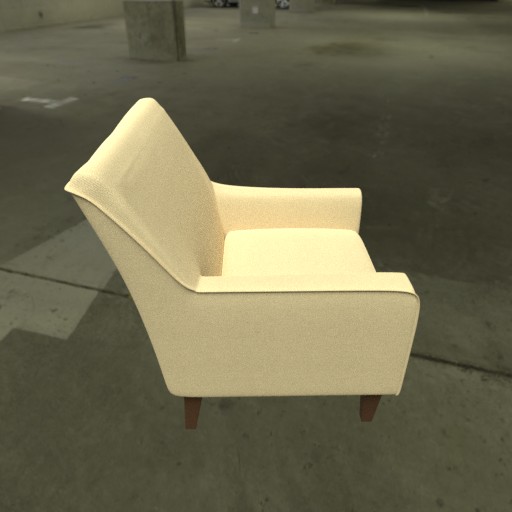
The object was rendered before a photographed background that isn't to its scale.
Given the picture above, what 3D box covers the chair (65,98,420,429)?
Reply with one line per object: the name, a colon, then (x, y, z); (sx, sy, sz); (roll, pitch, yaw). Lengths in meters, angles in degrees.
chair: (0.000, 0.000, 1.567); (0.899, 0.919, 0.780); (-1, 32, -1)
